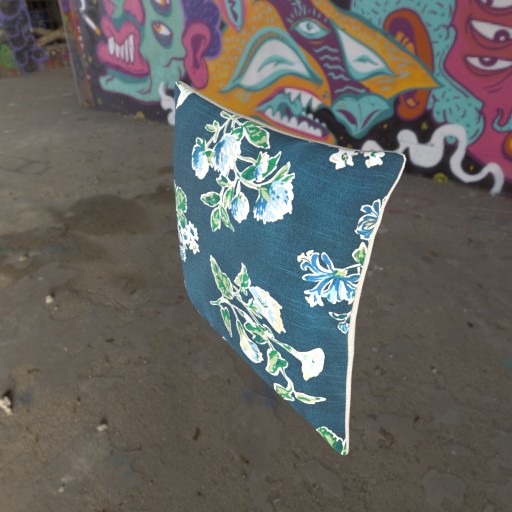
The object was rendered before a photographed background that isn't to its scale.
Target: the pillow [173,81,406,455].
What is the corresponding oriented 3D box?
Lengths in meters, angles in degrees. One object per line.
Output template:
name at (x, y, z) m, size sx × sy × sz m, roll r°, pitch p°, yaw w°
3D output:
pillow at (0.000, 0.000, 0.778) m, size 0.166 × 0.508 × 0.525 m, roll -21°, pitch 37°, yaw -30°
